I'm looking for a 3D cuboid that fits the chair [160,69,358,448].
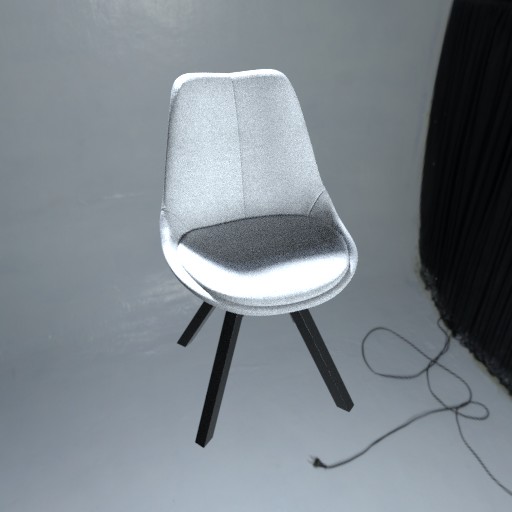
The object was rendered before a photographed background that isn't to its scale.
[{"bbox_3d":[0.000,0.000,1.192,0.485,0.850,0.550,-9,33,-14],"label":"chair"}]
